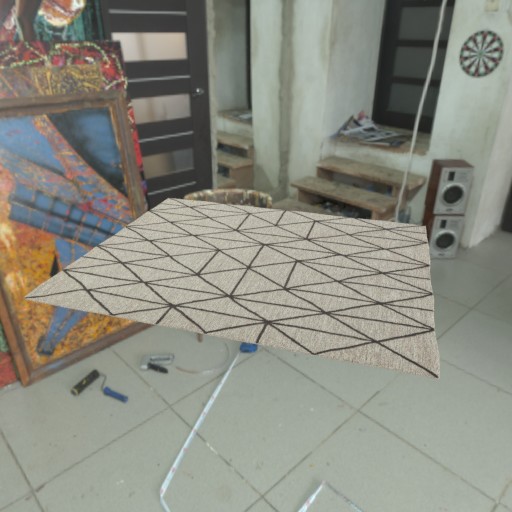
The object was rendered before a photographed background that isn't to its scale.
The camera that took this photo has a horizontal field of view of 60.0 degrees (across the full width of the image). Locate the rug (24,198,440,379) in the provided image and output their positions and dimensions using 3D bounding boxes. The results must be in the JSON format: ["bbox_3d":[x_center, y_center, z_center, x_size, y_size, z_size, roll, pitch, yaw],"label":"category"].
[{"bbox_3d":[0.000,0.000,4.080,3.061,0.022,2.468,8,28,15],"label":"rug"}]
